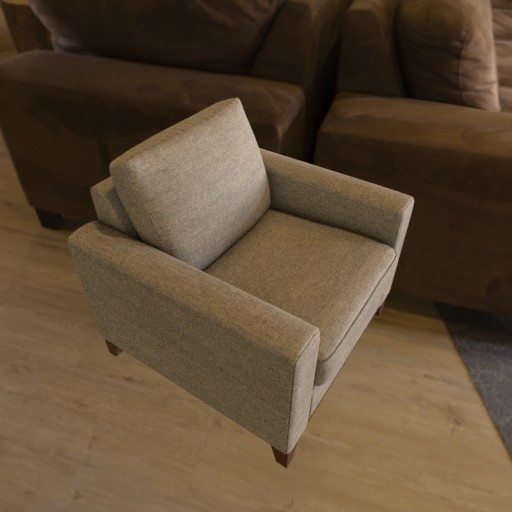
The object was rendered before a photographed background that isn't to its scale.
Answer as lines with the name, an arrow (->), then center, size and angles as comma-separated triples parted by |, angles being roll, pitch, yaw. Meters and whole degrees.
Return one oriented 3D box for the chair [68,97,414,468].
chair -> 0.000, 0.000, 1.885 | 1.038, 1.010, 1.024 | 24, 46, 25
